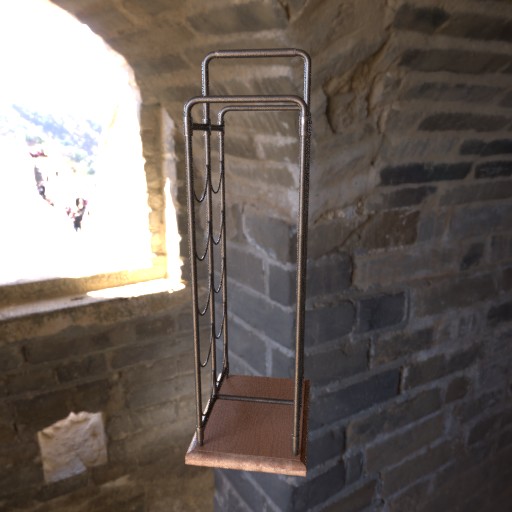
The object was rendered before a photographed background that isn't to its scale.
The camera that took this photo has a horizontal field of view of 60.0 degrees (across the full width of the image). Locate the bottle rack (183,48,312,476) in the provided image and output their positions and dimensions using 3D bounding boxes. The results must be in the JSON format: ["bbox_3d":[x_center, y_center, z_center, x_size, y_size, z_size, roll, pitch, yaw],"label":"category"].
[{"bbox_3d":[0.000,0.000,0.792,0.208,0.680,0.276,2,16,8],"label":"bottle rack"}]
